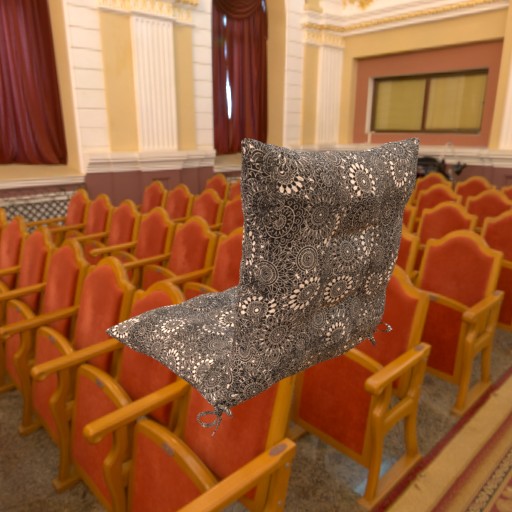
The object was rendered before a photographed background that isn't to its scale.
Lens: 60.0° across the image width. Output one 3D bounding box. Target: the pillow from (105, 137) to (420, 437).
[{"bbox_3d":[0.000,0.000,1.025,0.541,0.536,0.585,-14,21,-41],"label":"pillow"}]
